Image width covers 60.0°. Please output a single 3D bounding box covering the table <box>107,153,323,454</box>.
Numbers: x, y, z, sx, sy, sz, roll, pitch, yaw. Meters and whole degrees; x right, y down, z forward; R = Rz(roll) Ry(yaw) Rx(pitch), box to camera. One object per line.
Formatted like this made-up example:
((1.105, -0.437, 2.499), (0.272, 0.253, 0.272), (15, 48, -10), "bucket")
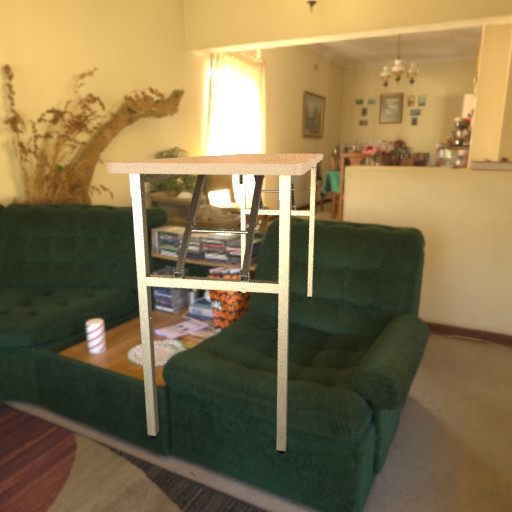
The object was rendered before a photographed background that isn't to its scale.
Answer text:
((0.000, 0.000, 1.709), (0.446, 0.750, 1.397), (2, 14, 10), "table")
